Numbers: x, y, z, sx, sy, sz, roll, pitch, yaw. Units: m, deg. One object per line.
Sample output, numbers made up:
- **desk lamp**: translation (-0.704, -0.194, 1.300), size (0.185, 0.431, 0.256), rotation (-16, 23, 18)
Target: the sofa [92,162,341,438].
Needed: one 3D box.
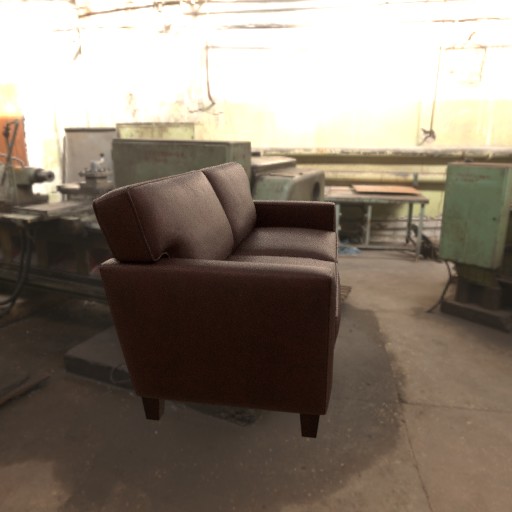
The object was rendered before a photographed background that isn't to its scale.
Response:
- **sofa**: translation (0.000, 0.000, 2.426), size (0.912, 0.928, 1.876), rotation (3, 15, 10)
